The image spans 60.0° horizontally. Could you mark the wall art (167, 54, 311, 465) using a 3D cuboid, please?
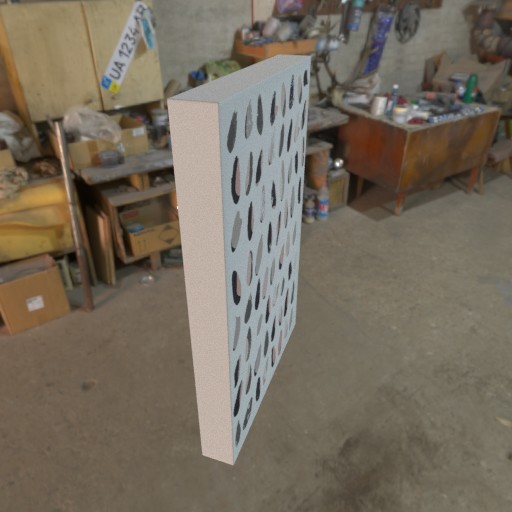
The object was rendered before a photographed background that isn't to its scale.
[{"bbox_3d":[0.000,0.000,0.492,0.039,0.381,0.252,10,33,17],"label":"wall art"}]
